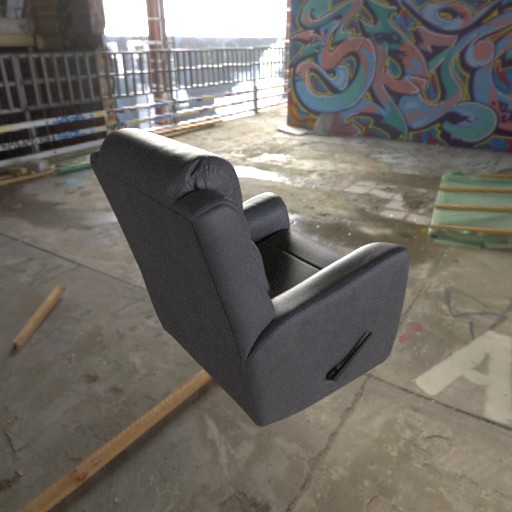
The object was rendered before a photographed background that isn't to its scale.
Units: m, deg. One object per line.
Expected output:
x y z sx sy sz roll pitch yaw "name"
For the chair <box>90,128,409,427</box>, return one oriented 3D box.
0.000 0.000 1.963 1.068 1.116 0.967 -19 32 -33 "chair"
